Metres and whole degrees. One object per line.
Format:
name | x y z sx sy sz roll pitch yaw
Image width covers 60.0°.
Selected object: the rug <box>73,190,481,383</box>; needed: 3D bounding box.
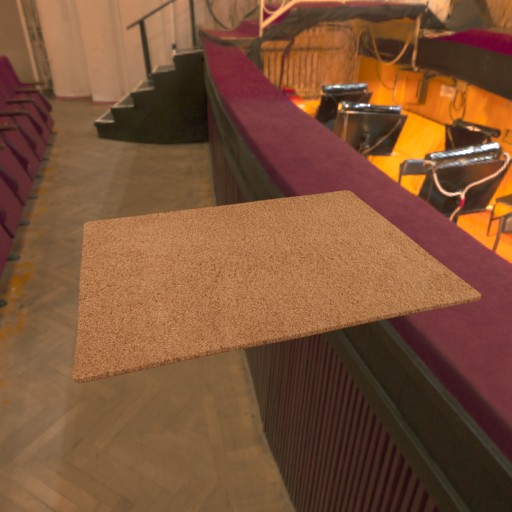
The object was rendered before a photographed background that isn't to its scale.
rug | 0.000 0.000 2.126 1.600 0.025 1.199 -9 32 -14
